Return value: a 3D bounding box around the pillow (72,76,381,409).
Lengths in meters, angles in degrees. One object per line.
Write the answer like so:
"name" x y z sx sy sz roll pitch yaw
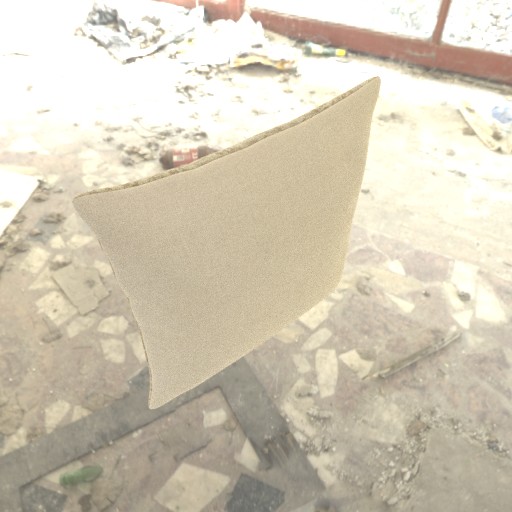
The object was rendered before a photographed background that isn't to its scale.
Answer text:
"pillow" 0.000 0.000 0.781 0.523 0.510 0.166 -30 52 -26
